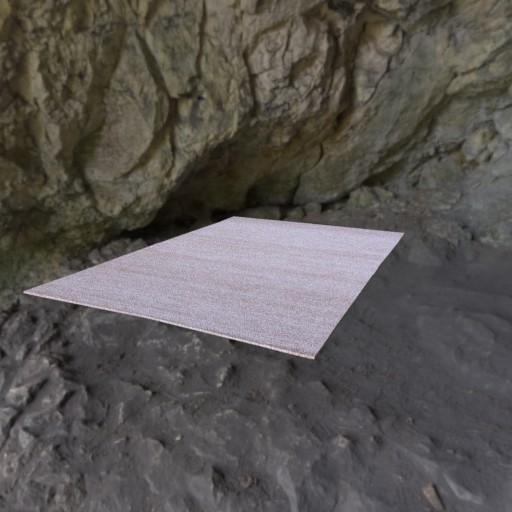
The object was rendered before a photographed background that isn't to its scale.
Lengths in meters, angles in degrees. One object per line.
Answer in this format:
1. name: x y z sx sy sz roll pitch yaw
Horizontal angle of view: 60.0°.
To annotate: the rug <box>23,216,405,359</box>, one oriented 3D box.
1. rug: 0.000 0.000 2.963 1.596 0.030 2.283 8 18 25
